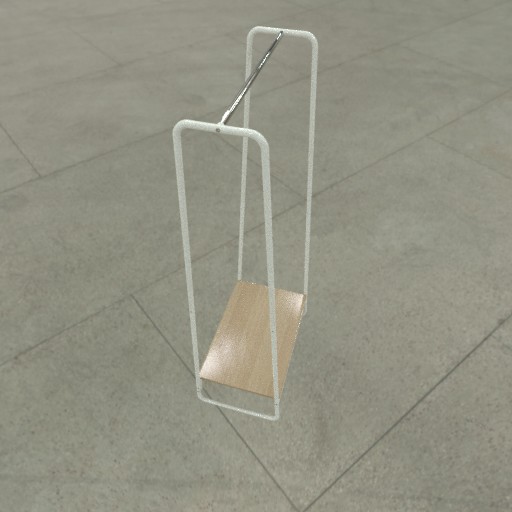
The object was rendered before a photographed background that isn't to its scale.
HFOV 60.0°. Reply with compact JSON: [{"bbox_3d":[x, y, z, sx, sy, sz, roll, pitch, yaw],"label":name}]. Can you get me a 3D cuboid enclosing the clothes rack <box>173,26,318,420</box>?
[{"bbox_3d":[0.000,0.000,1.769,0.400,1.500,0.640,12,48,11],"label":"clothes rack"}]
